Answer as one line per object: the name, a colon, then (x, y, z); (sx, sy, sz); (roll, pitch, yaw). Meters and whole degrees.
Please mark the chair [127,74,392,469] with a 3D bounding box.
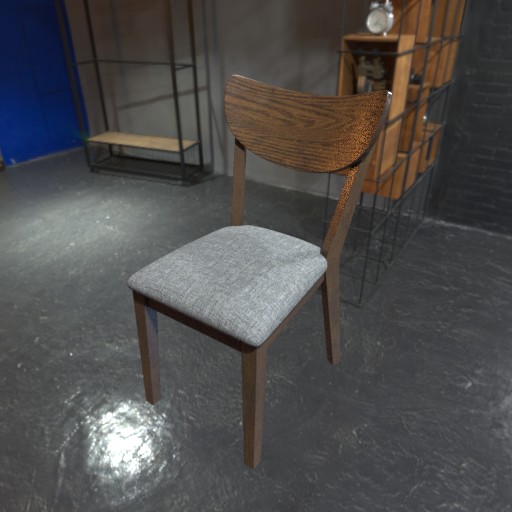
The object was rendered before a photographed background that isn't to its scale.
chair: (0.000, 0.000, 1.217); (0.491, 0.849, 0.583); (19, 35, 30)
